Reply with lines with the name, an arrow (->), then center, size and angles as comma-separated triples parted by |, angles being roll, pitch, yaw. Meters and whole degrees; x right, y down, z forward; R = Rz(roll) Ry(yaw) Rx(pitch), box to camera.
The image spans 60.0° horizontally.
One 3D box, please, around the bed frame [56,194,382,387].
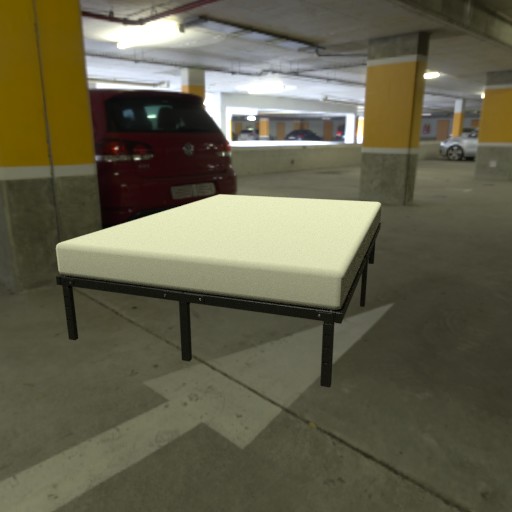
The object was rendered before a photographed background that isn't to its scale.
bed frame -> 0.000, 0.000, 3.860 | 2.205, 0.680, 2.842 | 8, 17, 26
